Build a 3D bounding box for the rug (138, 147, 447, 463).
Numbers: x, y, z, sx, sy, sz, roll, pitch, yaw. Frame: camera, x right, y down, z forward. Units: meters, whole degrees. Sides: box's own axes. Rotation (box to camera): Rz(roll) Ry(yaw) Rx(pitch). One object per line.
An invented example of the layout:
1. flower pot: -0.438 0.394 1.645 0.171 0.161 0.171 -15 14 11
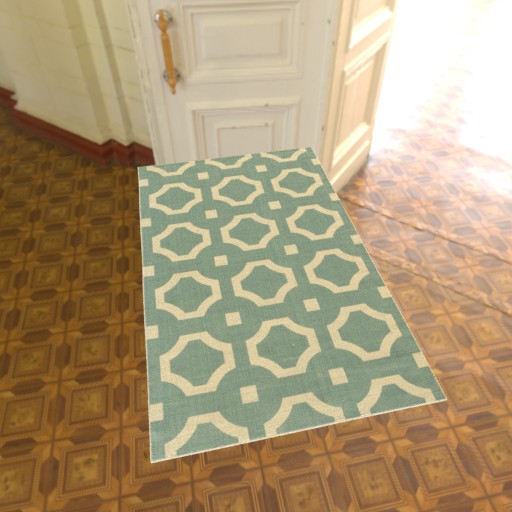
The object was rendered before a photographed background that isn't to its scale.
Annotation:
1. rug: 0.000 0.000 3.022 1.528 0.015 2.443 -9 47 -8
